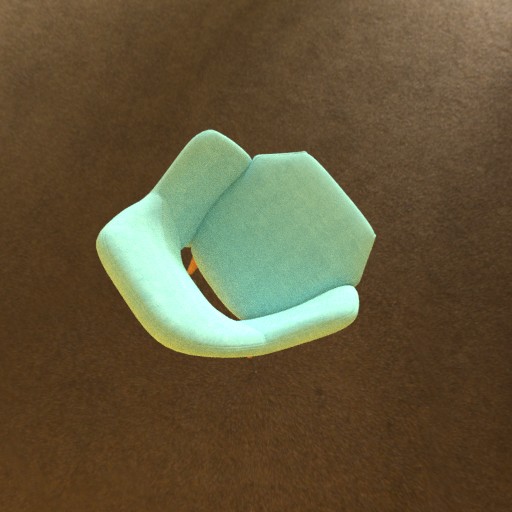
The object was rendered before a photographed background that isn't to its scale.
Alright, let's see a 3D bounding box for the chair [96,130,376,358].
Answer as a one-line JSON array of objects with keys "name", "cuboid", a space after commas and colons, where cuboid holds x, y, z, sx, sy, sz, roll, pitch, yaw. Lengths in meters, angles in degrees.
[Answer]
[{"name": "chair", "cuboid": [0.000, 0.000, 1.245, 0.610, 0.840, 0.590, -35, 78, -9]}]
